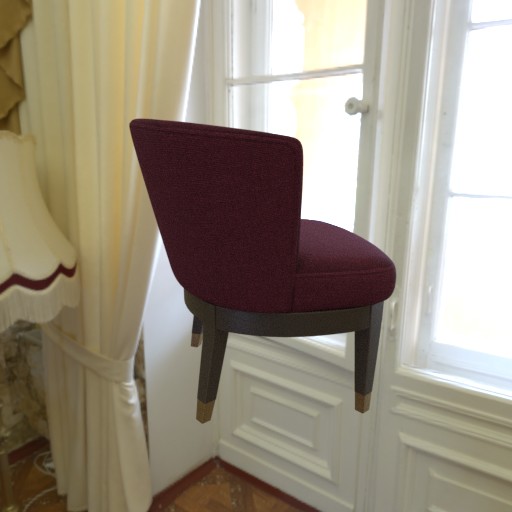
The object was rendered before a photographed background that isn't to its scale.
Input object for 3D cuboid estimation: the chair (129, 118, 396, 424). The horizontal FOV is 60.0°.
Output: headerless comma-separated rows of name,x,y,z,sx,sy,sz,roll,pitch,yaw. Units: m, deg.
chair,0.000,0.000,1.300,0.660,0.760,0.700,-3,15,-10
